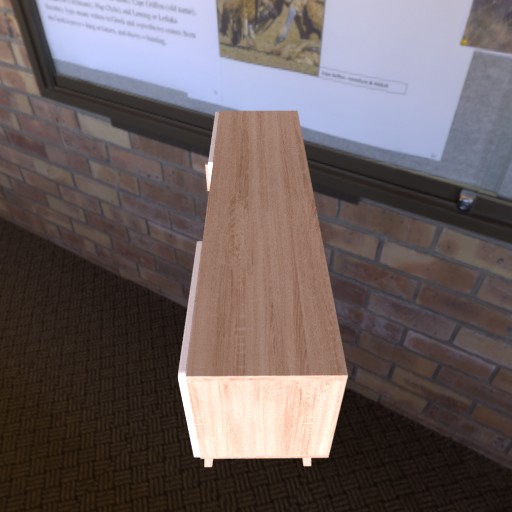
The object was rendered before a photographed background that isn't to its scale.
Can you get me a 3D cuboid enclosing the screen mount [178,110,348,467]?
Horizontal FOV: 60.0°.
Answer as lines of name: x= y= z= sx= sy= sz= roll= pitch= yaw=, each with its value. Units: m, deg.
screen mount: x=0.000 y=0.000 z=1.790 sx=0.420 sy=0.570 sz=1.500 roll=0 pitch=41 yaw=0
